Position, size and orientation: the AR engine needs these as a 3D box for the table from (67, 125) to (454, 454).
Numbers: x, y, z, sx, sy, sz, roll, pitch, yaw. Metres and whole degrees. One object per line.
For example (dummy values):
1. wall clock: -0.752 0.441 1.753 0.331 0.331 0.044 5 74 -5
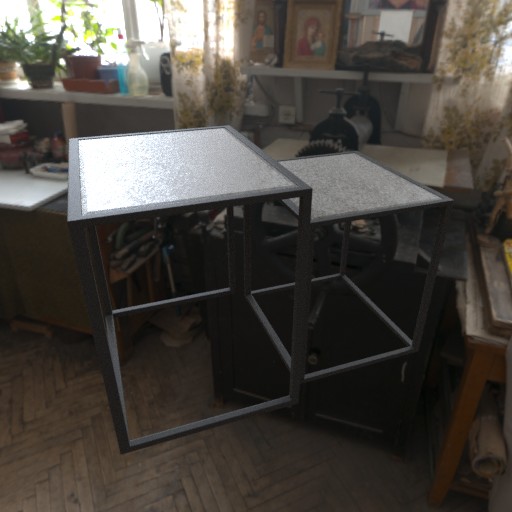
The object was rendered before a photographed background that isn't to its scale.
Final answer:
1. table: 0.000 0.000 1.124 0.788 0.540 0.508 -10 31 -17
